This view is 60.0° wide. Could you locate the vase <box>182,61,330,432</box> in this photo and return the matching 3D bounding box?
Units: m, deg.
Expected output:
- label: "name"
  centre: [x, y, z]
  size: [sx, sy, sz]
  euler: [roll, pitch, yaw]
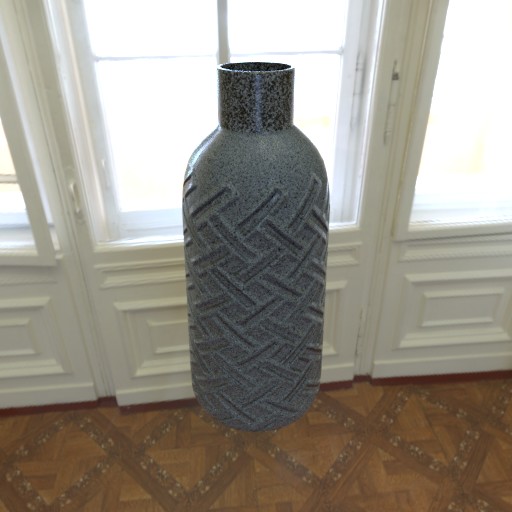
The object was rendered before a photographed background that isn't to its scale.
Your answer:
- label: "vase"
  centre: [0.000, 0.000, 0.356]
  size: [0.122, 0.282, 0.122]
  euler: [0, 30, 0]
